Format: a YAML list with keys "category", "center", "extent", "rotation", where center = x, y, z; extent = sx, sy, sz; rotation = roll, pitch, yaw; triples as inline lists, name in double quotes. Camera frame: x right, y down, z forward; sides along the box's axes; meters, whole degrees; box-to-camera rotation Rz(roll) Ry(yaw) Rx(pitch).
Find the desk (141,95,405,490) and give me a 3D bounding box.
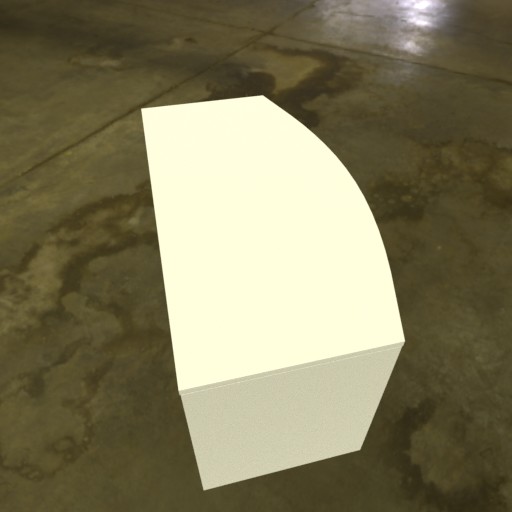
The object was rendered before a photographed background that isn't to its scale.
- category: "desk"
  center: [0.000, 0.000, 2.020]
  extent: [0.802, 0.750, 1.600]
  rotation: [-10, 45, -10]
